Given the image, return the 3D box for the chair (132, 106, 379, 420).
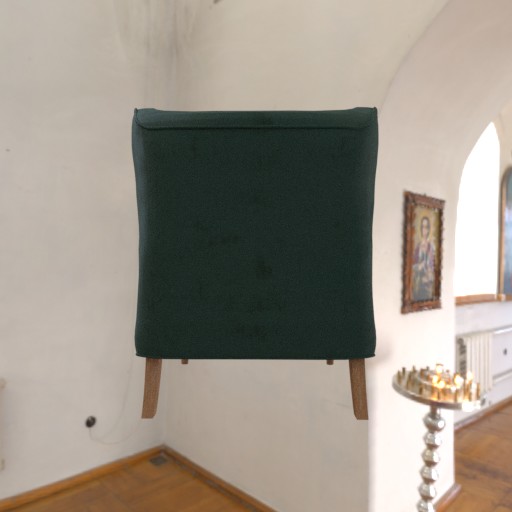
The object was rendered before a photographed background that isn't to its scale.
[{"bbox_3d":[0.000,0.000,1.579,0.793,0.952,0.910,0,1,1],"label":"chair"}]
